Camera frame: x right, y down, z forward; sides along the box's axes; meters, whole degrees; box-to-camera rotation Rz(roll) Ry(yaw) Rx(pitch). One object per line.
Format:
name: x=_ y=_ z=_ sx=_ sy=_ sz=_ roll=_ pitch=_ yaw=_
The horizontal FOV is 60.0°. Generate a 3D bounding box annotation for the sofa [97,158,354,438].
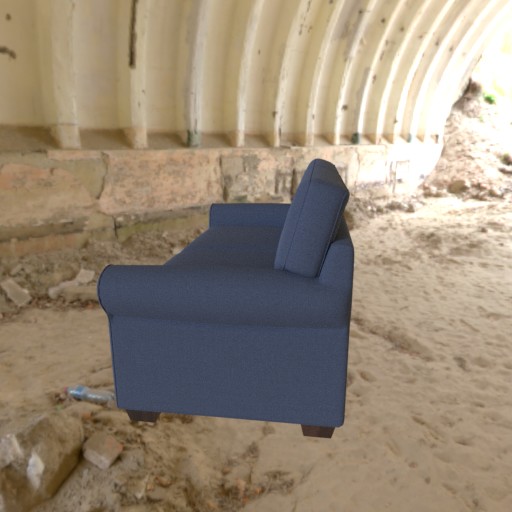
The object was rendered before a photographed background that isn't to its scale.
sofa: x=0.000 y=0.000 z=2.510 sx=0.940 sy=1.020 sz=1.930 roll=2 pitch=15 yaw=8
